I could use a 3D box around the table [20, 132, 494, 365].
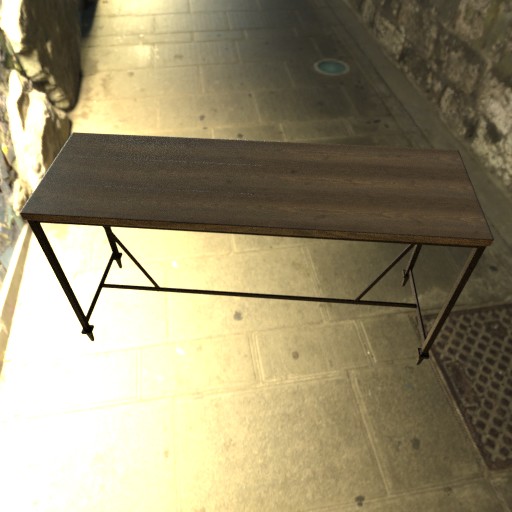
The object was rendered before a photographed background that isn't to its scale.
[{"bbox_3d":[0.000,0.000,2.091,1.700,0.902,0.551,3,47,3],"label":"table"}]
